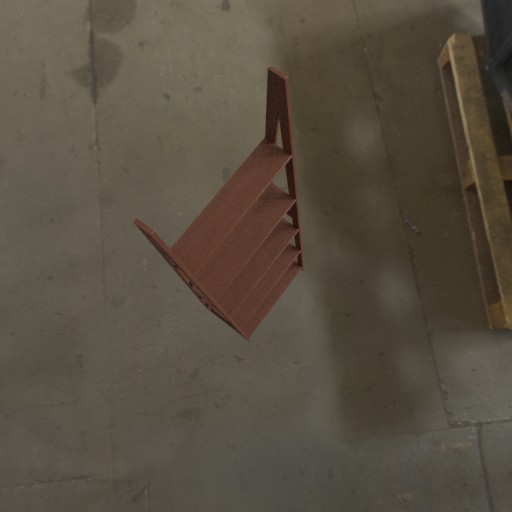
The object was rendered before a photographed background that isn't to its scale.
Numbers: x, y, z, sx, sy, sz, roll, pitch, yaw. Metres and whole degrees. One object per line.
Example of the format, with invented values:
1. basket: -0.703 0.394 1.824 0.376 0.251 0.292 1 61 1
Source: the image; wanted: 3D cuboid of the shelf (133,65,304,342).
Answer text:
1. shelf: 0.000 0.000 2.040 0.350 1.770 0.600 37 79 8
